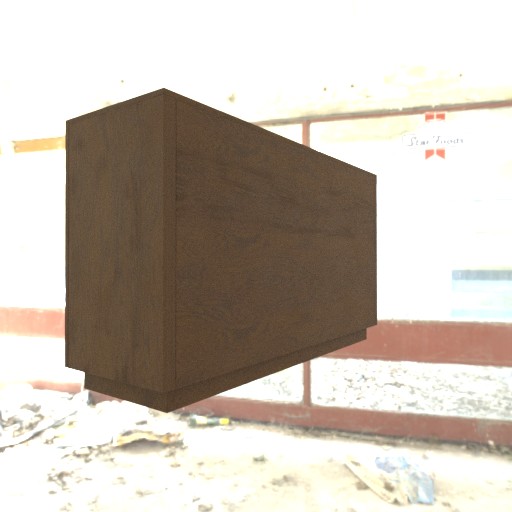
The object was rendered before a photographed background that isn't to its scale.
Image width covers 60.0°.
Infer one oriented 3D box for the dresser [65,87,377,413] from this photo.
[{"bbox_3d":[0.000,0.000,1.942,0.512,0.889,1.523,0,-1,36],"label":"dresser"}]
